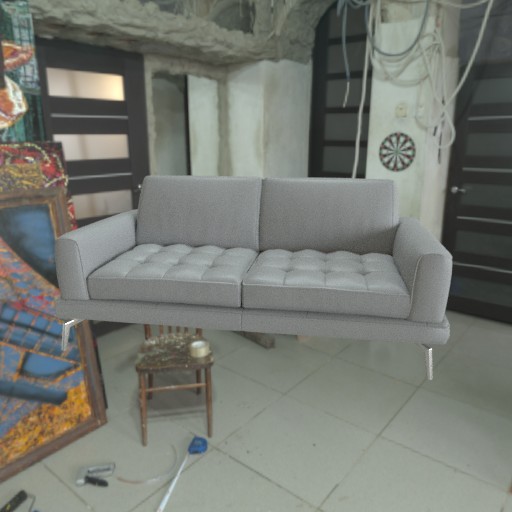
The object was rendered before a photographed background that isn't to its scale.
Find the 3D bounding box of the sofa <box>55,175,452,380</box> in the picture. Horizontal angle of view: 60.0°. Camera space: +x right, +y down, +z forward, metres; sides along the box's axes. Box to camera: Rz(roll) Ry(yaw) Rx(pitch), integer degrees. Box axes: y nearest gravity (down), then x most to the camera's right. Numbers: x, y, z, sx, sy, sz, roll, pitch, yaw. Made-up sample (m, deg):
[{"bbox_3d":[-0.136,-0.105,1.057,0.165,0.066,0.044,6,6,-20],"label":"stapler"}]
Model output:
[{"bbox_3d":[0.000,0.000,2.802,2.177,0.930,1.121,3,16,9],"label":"sofa"}]
